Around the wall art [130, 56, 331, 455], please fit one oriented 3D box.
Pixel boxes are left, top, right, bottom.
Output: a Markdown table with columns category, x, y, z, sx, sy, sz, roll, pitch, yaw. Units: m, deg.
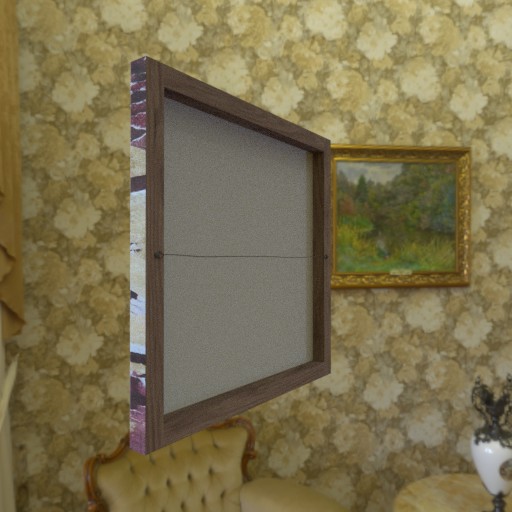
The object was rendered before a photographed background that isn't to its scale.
| category | x | y | z | sx | sy | sz | roll | pitch | yaw |
| --- | --- | --- | --- | --- | --- | --- | --- | --- | --- |
| wall art | 0.000 | 0.000 | 0.933 | 0.041 | 0.613 | 0.609 | 0 | 0 | 37 |
